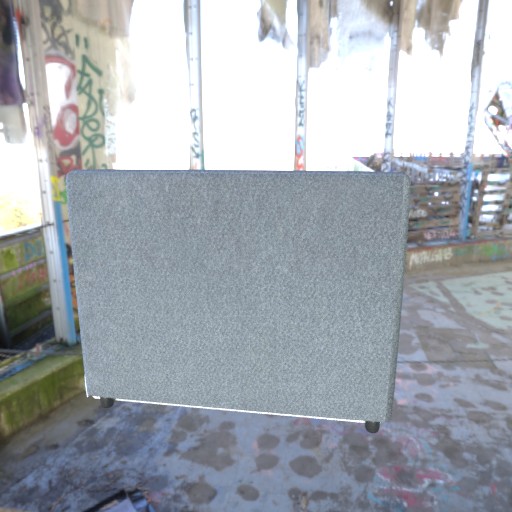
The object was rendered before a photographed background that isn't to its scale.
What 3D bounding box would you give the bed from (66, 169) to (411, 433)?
[{"bbox_3d":[0.000,0.000,3.220,1.723,1.330,2.142,2,14,9],"label":"bed"}]
